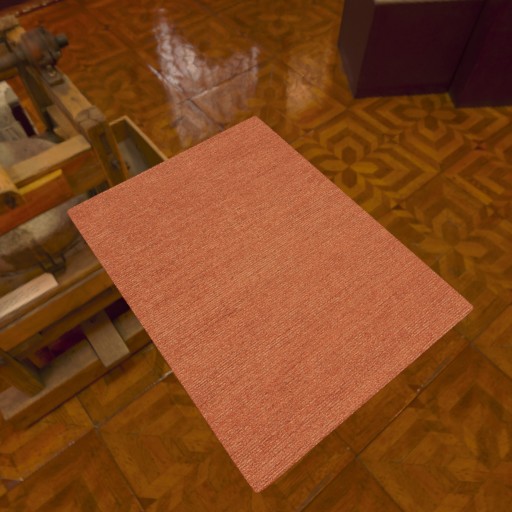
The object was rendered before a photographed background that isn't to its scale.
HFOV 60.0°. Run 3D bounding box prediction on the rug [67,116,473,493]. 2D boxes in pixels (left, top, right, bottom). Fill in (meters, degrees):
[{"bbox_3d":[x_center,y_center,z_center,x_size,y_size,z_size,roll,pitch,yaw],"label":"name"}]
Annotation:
[{"bbox_3d":[0.000,0.000,2.768,1.594,0.009,2.112,-32,63,-19],"label":"rug"}]
